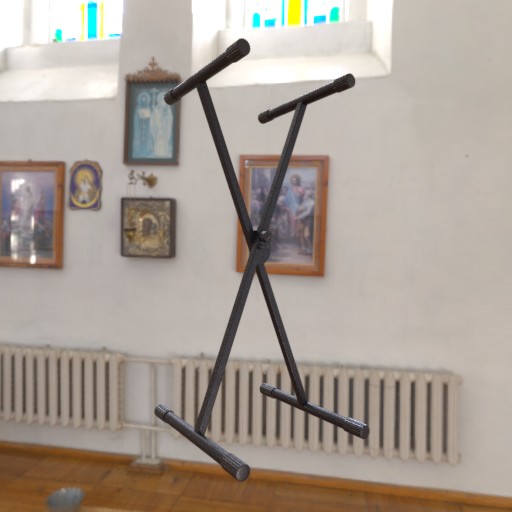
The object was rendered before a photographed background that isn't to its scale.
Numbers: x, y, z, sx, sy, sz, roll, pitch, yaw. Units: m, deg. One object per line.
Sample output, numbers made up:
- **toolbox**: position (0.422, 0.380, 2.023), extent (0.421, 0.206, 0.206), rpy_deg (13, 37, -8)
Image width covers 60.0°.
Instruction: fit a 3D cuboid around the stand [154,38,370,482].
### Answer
- **stand**: position (0.000, 0.000, 1.214), extent (0.409, 0.940, 0.449), rpy_deg (0, 0, -35)
